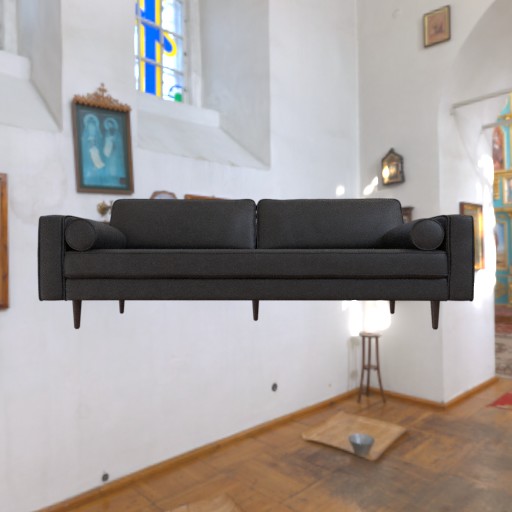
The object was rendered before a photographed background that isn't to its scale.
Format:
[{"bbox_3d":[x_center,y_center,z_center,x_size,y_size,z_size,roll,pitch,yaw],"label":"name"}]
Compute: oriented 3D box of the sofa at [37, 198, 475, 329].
[{"bbox_3d":[0.000,0.000,2.626,2.210,0.762,0.914,0,-1,1],"label":"sofa"}]
